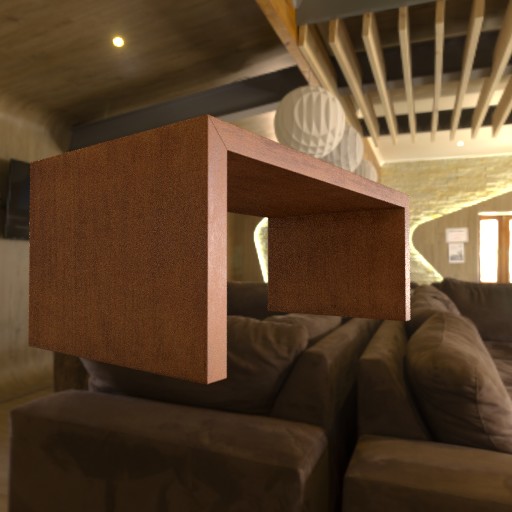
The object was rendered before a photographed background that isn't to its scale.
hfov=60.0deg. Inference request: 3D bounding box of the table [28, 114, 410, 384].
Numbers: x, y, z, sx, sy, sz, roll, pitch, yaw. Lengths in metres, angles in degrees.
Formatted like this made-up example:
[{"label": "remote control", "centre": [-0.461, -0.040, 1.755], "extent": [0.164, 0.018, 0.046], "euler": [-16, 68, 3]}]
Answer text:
[{"label": "table", "centre": [0.000, 0.000, 1.250], "extent": [0.549, 0.419, 1.000], "euler": [-1, -1, 36]}]
